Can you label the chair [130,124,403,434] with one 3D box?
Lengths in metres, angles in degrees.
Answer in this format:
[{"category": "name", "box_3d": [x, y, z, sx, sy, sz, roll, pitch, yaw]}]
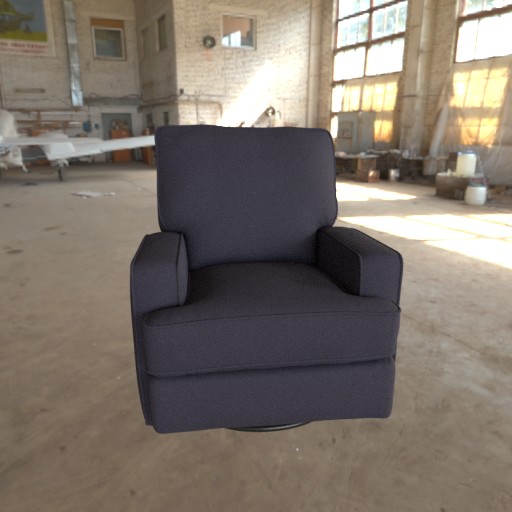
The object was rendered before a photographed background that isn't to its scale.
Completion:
[{"category": "chair", "box_3d": [0.000, 0.000, 1.681, 0.861, 0.962, 0.964, -2, 16, -8]}]
